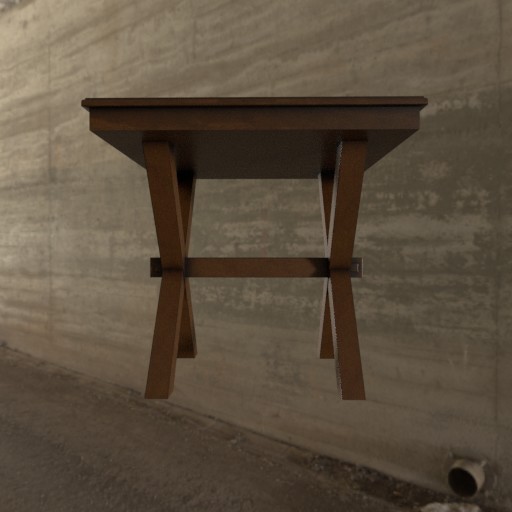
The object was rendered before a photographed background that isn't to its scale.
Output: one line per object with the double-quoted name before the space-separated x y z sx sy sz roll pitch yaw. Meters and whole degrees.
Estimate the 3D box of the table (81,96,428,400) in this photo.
"table" 0.000 0.000 1.053 0.602 0.562 0.560 0 1 1
